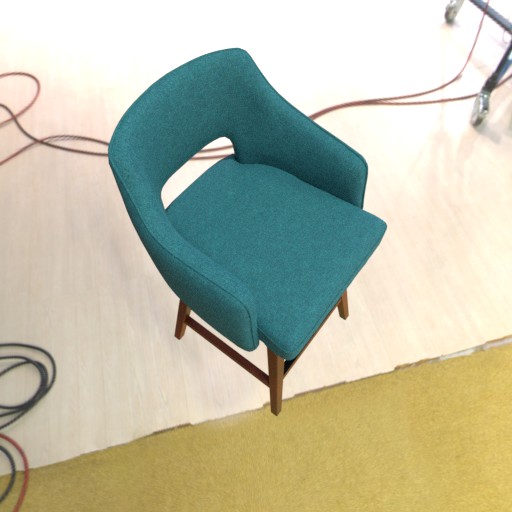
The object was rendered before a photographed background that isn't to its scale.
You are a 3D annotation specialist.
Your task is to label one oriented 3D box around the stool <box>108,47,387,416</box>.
[{"bbox_3d":[0.000,0.000,1.290,0.556,0.961,0.548,33,64,18],"label":"stool"}]
